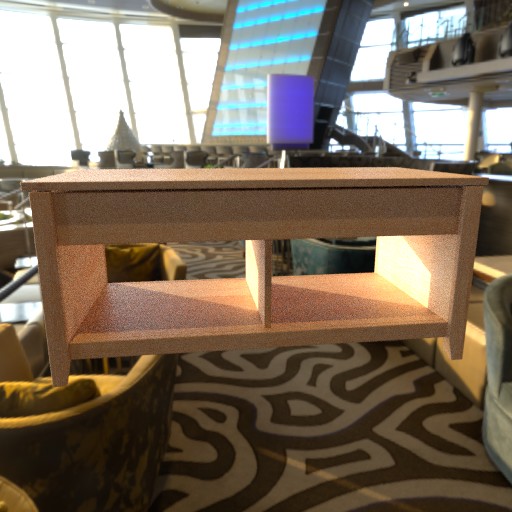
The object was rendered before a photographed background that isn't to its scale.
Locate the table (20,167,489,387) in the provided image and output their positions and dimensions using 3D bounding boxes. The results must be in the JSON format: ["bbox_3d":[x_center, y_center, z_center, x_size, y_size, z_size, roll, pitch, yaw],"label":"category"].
[{"bbox_3d":[0.000,0.000,1.239,1.016,0.457,0.483,-2,14,-8],"label":"table"}]
